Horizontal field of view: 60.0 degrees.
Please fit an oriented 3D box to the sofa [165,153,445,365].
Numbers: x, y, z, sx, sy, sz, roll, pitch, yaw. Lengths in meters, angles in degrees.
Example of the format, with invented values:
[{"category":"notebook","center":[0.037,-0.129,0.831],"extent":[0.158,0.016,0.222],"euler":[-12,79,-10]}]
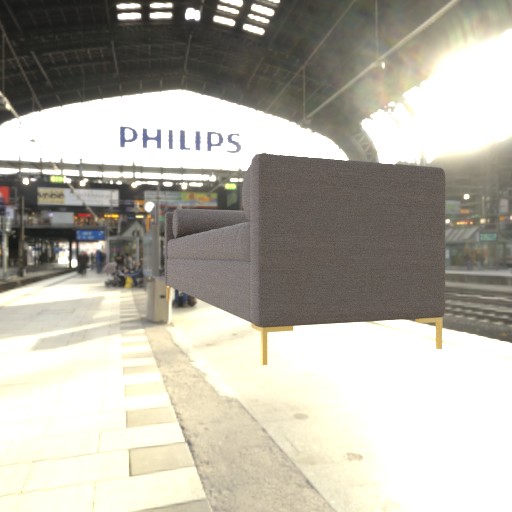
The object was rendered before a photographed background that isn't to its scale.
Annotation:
[{"category":"sofa","center":[0.000,0.000,2.326],"extent":[0.686,0.635,1.981],"euler":[0,0,-19]}]
